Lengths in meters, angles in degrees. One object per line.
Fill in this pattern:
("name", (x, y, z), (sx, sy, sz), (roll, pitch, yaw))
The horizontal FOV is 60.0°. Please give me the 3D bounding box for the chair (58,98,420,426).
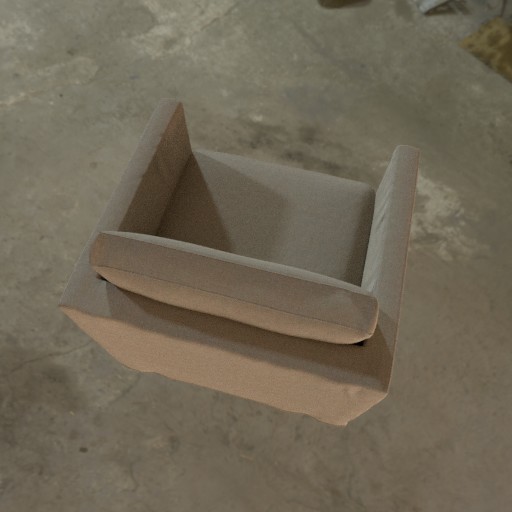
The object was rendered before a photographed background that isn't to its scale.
("chair", (0.000, 0.000, 1.731), (1.057, 0.863, 0.949), (13, 63, 7))
